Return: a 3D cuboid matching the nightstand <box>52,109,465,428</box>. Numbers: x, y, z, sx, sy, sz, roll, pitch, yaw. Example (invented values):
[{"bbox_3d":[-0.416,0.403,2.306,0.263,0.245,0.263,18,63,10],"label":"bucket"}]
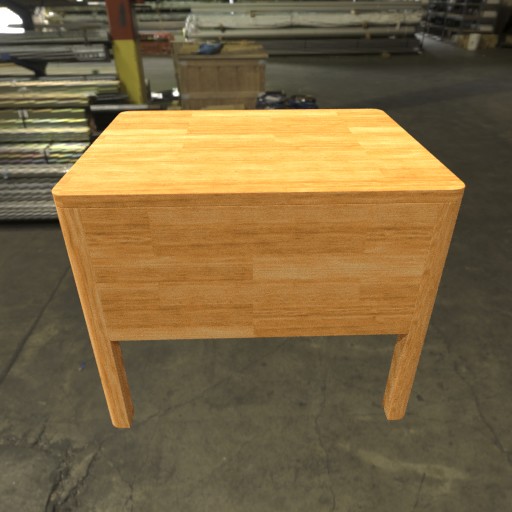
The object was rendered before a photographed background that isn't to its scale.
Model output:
[{"bbox_3d":[0.000,0.000,0.895,0.560,0.470,0.440,-1,32,-2],"label":"nightstand"}]
